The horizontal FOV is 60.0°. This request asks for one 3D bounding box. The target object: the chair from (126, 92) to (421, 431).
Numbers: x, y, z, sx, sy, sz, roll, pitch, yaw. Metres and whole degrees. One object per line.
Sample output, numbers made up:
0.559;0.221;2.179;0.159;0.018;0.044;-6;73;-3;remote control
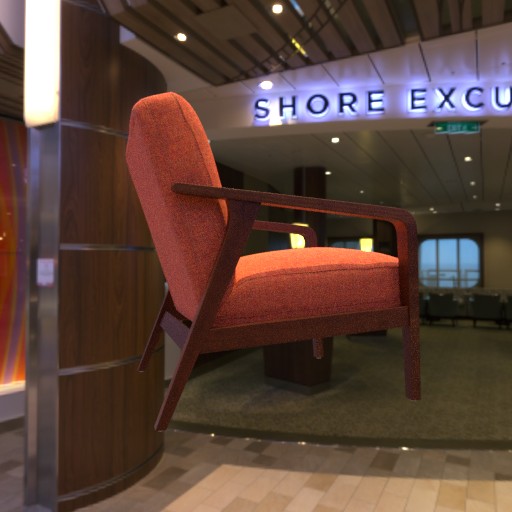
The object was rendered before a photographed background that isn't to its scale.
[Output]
0.000;0.000;1.538;0.860;0.890;0.719;0;-1;-19;chair
